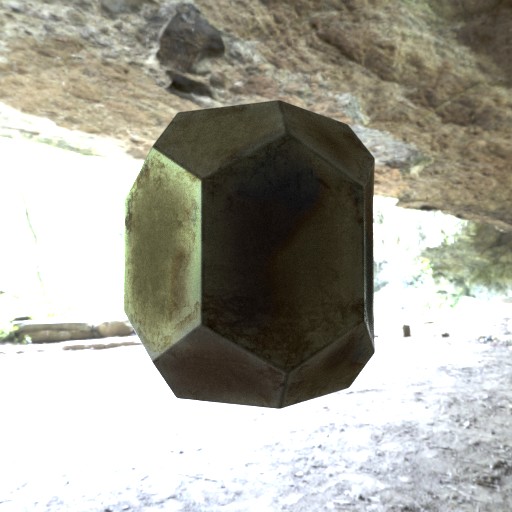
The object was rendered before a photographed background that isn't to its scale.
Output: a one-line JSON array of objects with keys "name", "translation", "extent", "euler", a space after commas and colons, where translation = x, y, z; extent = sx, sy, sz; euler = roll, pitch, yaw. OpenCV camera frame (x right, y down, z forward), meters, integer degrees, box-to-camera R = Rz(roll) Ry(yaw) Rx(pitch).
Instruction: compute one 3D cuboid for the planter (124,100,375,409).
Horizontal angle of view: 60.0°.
[{"name": "planter", "translation": [0.000, 0.000, 0.425], "extent": [0.221, 0.238, 0.243], "euler": [0, -1, 18]}]
